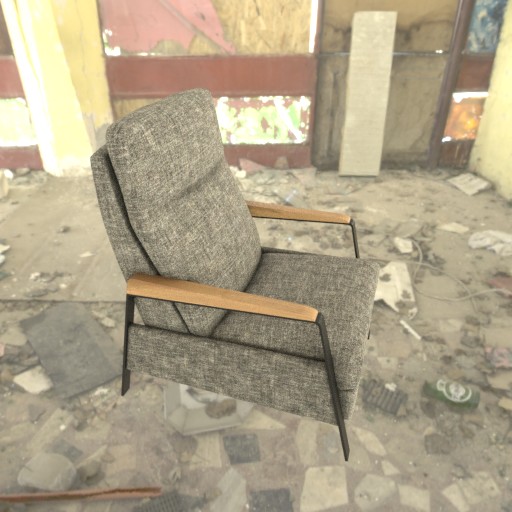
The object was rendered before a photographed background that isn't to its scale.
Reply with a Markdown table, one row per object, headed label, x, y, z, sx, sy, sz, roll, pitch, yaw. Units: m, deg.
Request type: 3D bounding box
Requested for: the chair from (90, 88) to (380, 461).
| label | x | y | z | sx | sy | sz | roll | pitch | yaw |
| --- | --- | --- | --- | --- | --- | --- | --- | --- | --- |
| chair | 0.000 | 0.000 | 1.588 | 0.868 | 1.042 | 0.671 | 10 | 33 | 16 |
